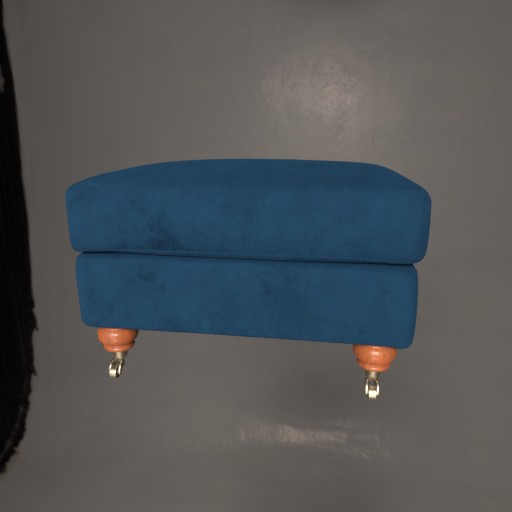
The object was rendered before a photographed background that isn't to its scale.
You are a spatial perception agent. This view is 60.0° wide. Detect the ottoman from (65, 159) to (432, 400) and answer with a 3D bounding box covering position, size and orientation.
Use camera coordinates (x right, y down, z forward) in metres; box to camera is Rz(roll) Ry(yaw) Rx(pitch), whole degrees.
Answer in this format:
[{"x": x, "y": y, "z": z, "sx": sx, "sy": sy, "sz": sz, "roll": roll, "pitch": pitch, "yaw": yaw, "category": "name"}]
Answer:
[{"x": 0.000, "y": 0.000, "z": 1.195, "sx": 0.773, "sy": 0.503, "sz": 0.572, "roll": 2, "pitch": 16, "yaw": 8, "category": "ottoman"}]
